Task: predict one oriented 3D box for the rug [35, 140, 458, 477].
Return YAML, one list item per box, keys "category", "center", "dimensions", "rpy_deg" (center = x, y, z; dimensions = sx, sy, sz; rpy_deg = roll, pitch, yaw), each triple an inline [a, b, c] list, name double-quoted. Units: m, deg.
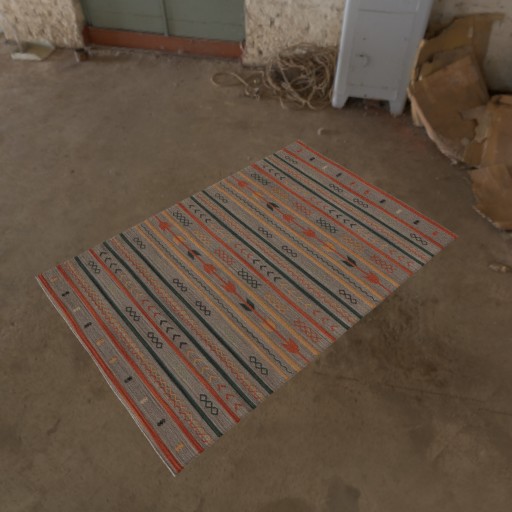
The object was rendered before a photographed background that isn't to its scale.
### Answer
- category: "rug"
  center: [0.000, 0.000, 2.284]
  dimensions: [1.835, 0.017, 1.220]
  rpy_deg: [-33, 56, -26]
